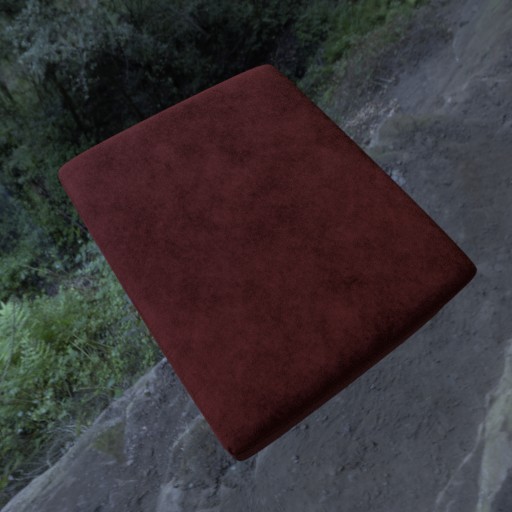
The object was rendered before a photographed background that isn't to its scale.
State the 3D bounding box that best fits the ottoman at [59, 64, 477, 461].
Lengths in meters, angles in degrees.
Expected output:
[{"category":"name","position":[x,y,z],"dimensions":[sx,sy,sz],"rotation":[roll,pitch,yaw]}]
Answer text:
[{"category":"ottoman","position":[0.000,0.000,1.161],"dimensions":[0.650,0.462,0.782],"rotation":[-32,68,-15]}]
